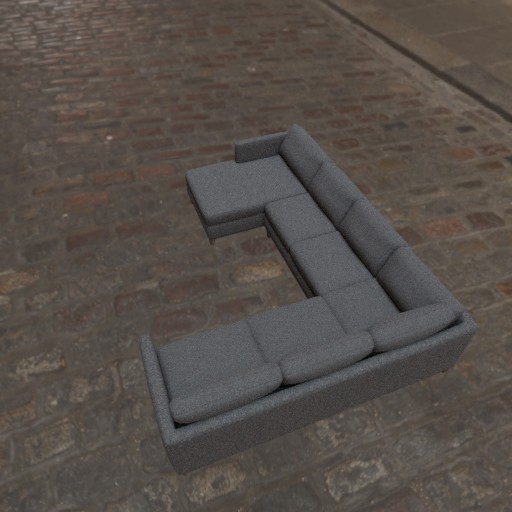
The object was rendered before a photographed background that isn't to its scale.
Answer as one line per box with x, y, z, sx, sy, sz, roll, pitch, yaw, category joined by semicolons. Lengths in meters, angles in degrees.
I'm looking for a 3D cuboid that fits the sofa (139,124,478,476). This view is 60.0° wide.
0.000;0.000;4.365;2.551;0.853;3.238;-16;48;-15;sofa
